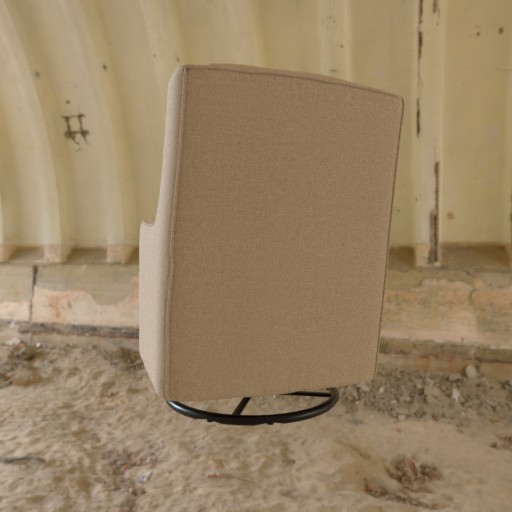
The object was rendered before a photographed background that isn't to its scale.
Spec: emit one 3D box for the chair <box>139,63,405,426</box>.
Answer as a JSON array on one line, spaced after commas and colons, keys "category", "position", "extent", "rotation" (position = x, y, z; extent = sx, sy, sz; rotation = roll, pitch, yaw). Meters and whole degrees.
[{"category": "chair", "position": [0.000, 0.000, 1.551], "extent": [0.732, 0.993, 0.879], "rotation": [0, -1, -19]}]
